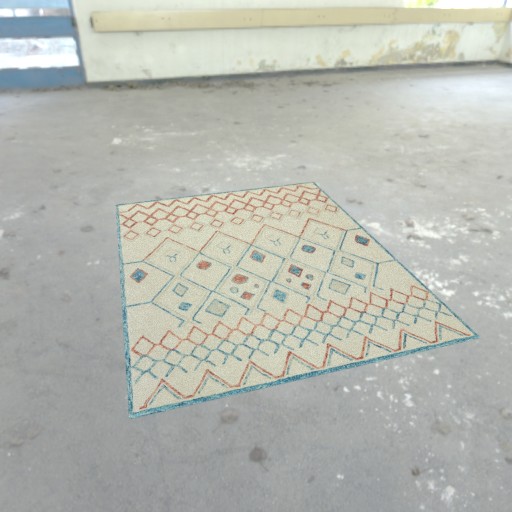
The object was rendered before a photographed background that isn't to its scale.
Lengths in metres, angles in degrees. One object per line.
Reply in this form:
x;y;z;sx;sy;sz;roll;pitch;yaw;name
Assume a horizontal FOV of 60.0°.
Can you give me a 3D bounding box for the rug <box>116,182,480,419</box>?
0.000;0.000;4.110;2.441;0.016;3.050;-9;33;-14;rug
